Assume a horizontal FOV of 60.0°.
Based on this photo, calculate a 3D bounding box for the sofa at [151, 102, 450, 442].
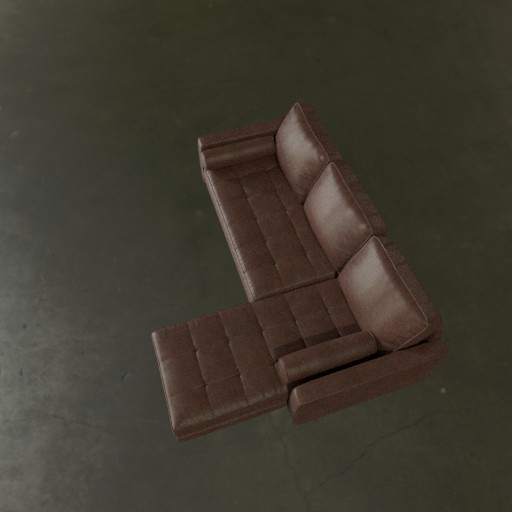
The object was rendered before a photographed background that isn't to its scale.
[{"bbox_3d":[0.000,0.000,3.052,1.613,0.841,2.185,-16,59,-10],"label":"sofa"}]
